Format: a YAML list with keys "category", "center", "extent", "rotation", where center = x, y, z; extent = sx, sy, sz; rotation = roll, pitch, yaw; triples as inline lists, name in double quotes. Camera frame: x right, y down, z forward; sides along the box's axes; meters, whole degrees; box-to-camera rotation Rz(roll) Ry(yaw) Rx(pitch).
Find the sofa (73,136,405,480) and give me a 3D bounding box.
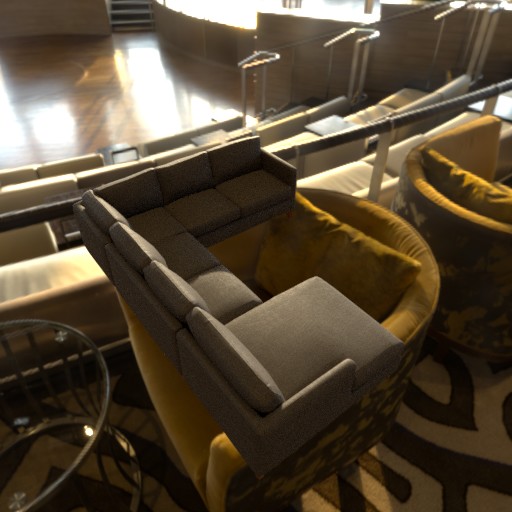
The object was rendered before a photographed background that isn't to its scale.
- category: "sofa"
  center: [0.000, 0.000, 4.646]
  extent: [2.594, 0.961, 3.460]
  rotation: [-26, 46, -28]
